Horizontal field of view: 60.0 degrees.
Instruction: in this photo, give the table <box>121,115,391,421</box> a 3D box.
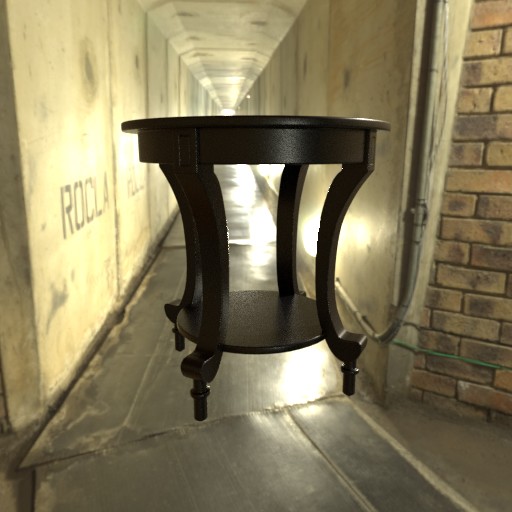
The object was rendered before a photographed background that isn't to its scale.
[{"bbox_3d":[0.000,0.000,1.091,0.597,0.618,0.597,0,13,0],"label":"table"}]
